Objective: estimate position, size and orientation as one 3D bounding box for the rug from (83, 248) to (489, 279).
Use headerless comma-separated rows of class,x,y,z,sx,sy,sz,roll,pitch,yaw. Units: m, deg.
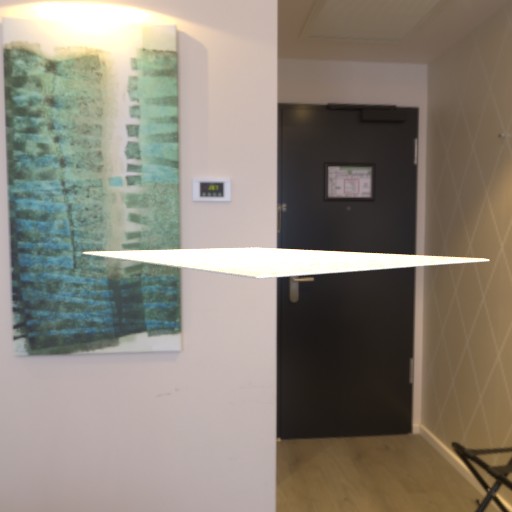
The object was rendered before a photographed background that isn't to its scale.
rug,0.000,0.000,2.873,1.598,0.014,2.202,-2,4,-36
